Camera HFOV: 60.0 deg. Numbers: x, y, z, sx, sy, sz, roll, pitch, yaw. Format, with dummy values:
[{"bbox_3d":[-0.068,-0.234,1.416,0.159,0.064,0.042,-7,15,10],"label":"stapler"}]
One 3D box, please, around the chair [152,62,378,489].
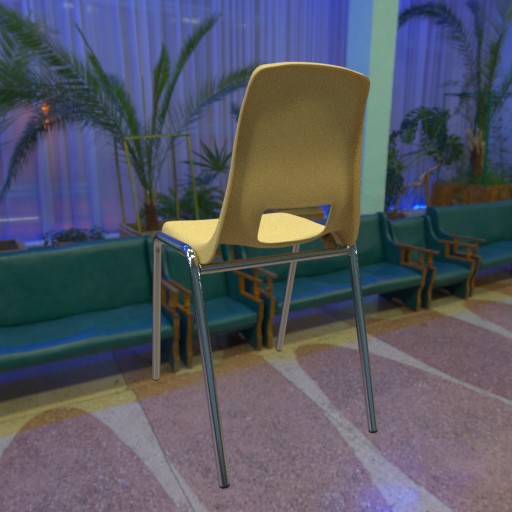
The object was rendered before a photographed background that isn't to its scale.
[{"bbox_3d":[0.000,0.000,0.944,0.381,0.704,0.436,-7,16,-26],"label":"chair"}]
